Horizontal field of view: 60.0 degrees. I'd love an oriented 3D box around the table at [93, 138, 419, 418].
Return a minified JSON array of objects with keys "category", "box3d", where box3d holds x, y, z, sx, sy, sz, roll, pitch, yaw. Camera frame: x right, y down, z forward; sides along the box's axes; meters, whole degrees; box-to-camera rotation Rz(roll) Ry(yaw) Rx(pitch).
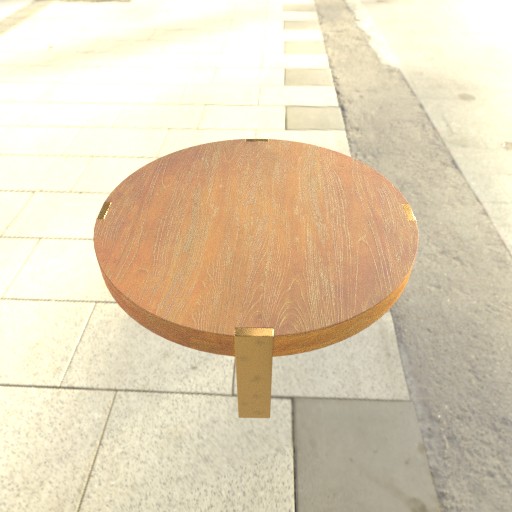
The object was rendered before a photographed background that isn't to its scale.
[{"category":"table","box3d":[0.000,0.000,1.699,1.100,0.420,1.100,0,42,0]}]
